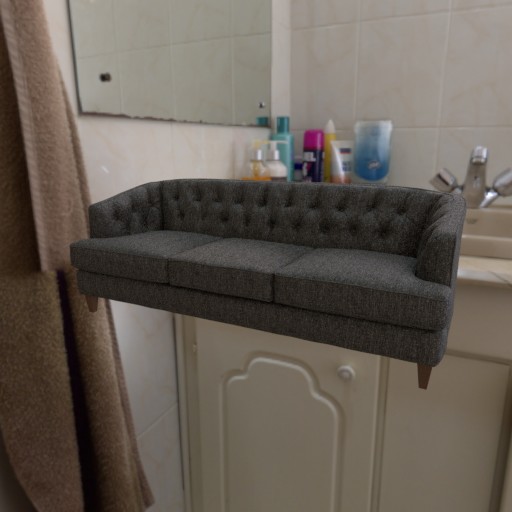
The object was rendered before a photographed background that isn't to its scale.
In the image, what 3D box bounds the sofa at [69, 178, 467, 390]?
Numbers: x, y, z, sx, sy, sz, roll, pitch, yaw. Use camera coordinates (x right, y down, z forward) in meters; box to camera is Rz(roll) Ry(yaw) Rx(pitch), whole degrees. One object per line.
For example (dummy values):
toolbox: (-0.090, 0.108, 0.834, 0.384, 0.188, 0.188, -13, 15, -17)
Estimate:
sofa: (0.000, 0.000, 2.718, 2.278, 0.855, 0.941, 7, 15, 27)
